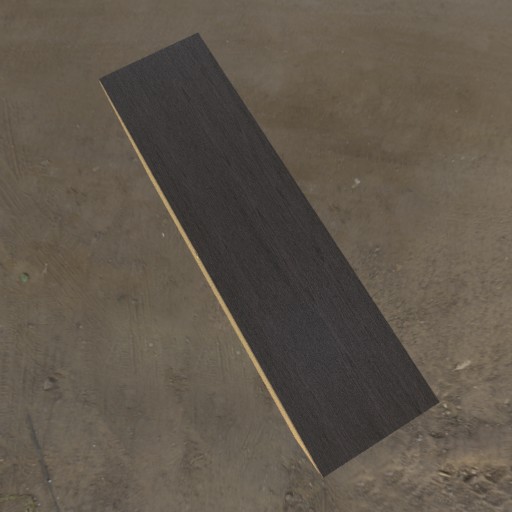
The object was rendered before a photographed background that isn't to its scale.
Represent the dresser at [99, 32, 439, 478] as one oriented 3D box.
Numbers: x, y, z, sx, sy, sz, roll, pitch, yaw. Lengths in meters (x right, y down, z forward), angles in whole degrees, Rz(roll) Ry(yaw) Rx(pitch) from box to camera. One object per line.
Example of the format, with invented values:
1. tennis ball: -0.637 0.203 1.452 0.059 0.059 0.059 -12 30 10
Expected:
1. dresser: 0.000 0.000 1.667 0.401 0.755 1.360 -29 76 -8
